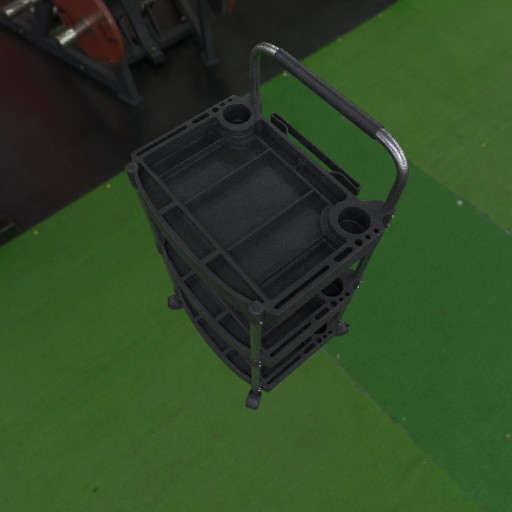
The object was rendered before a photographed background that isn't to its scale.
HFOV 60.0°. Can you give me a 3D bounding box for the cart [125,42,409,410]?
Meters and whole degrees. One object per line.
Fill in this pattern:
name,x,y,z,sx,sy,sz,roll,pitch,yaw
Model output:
cart,0.000,0.000,1.366,0.518,1.075,0.584,-36,67,-18
